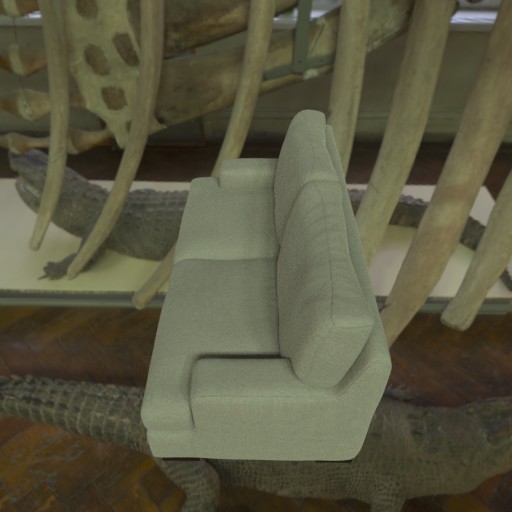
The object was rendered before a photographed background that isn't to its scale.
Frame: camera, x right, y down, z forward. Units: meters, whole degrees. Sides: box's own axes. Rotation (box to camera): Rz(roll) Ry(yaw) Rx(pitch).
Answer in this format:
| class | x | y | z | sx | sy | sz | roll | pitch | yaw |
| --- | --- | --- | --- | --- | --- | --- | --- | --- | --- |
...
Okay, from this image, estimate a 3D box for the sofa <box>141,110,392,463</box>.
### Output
| class | x | y | z | sx | sy | sz | roll | pitch | yaw |
| --- | --- | --- | --- | --- | --- | --- | --- | --- | --- |
| sofa | 0.000 | 0.000 | 2.405 | 0.962 | 0.980 | 1.855 | 0 | 42 | 0 |
